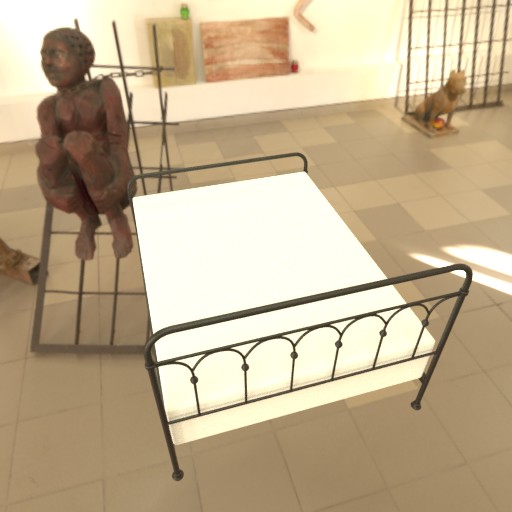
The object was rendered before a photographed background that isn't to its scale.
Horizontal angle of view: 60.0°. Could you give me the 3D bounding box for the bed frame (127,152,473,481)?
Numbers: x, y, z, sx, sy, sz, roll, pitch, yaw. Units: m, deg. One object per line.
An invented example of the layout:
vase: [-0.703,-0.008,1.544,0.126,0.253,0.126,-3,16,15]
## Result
bed frame: [0.000,0.000,3.162,1.664,1.276,2.203,-11,41,-13]
